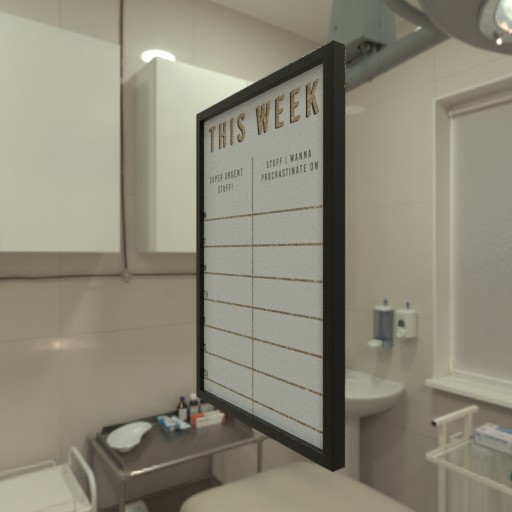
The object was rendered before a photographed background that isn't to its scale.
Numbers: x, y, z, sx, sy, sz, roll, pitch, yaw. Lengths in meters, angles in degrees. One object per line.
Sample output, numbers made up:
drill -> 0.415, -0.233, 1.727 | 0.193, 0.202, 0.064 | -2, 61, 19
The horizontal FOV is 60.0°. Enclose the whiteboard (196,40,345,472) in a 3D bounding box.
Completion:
whiteboard -> 0.000, 0.000, 0.797 | 0.026, 0.611, 0.406 | 0, 0, -36
